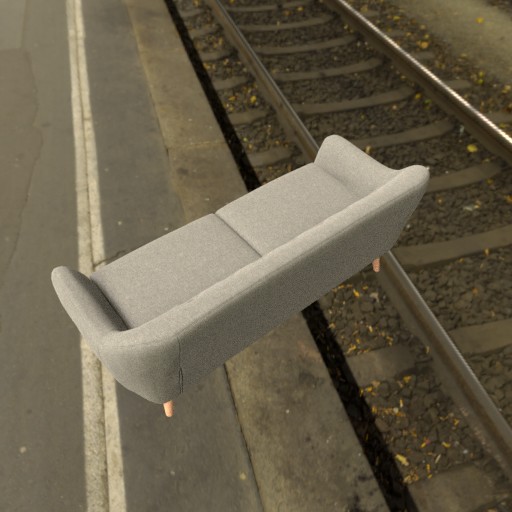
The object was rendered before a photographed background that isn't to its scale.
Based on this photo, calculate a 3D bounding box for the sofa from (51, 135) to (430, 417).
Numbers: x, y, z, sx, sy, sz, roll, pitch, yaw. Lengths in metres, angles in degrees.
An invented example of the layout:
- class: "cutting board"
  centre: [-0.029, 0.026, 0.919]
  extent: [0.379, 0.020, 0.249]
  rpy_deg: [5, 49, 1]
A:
- class: "sofa"
  centre: [0.000, 0.000, 2.316]
  extent: [1.840, 0.820, 0.820]
  rpy_deg: [-30, 55, -24]
